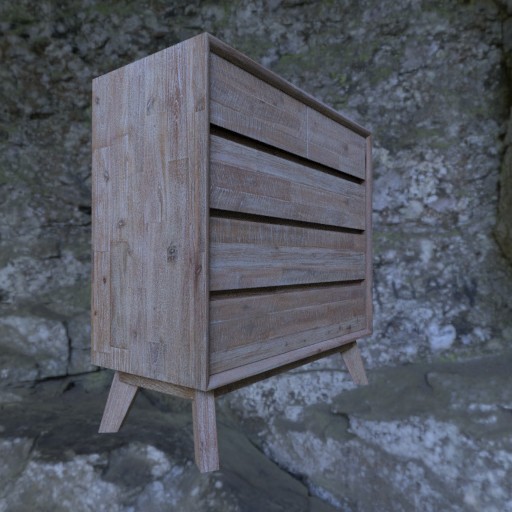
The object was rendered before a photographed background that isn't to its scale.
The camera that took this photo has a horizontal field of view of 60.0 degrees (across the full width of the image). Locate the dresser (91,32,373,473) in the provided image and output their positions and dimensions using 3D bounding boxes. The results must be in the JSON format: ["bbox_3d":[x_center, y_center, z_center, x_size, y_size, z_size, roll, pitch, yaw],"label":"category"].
[{"bbox_3d":[0.000,0.000,1.558,0.455,1.029,0.998,-1,-1,37],"label":"dresser"}]
